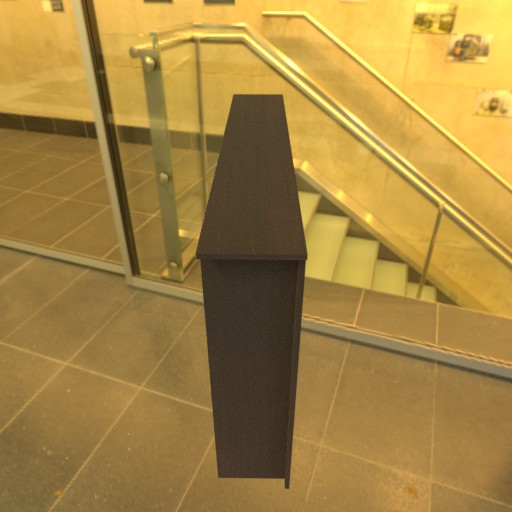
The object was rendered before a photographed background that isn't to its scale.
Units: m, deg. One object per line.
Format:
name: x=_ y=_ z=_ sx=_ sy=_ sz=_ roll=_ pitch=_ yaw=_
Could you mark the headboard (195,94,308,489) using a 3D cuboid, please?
headboard: x=0.000 y=0.000 z=2.095 sx=0.279 sy=1.092 sz=1.671 roll=0 pitch=33 yaw=1
